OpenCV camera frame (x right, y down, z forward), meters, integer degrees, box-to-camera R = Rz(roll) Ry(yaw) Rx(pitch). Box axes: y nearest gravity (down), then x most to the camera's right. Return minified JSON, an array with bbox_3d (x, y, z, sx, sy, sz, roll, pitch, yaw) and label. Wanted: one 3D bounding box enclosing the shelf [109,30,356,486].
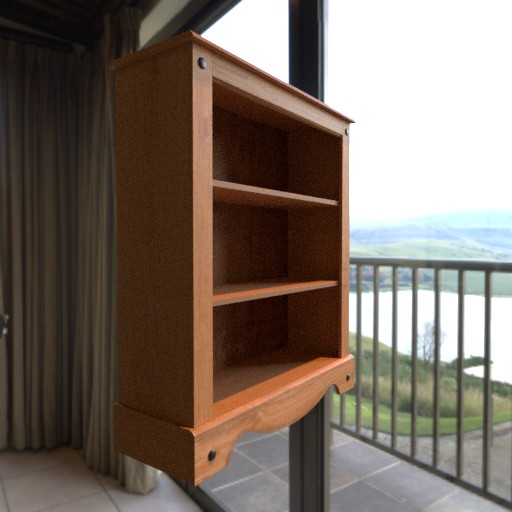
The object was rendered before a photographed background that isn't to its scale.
[{"bbox_3d":[0.000,0.000,1.370,0.291,0.980,0.840,1,2,36],"label":"shelf"}]
